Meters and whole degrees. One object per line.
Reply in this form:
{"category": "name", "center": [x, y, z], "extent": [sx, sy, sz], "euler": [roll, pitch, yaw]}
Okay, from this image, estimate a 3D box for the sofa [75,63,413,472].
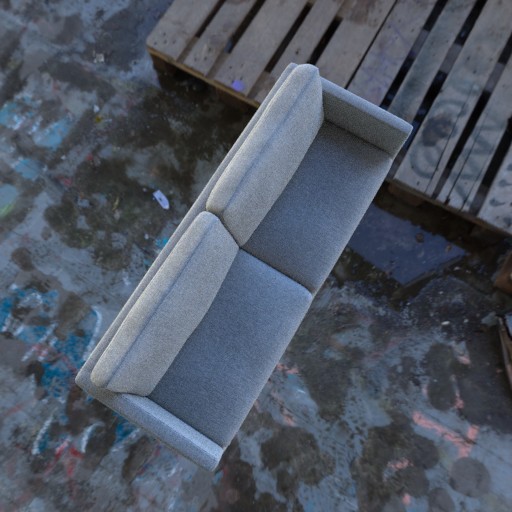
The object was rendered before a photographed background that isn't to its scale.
{"category": "sofa", "center": [0.000, 0.000, 2.907], "extent": [0.948, 0.951, 2.434], "euler": [31, 78, 7]}
